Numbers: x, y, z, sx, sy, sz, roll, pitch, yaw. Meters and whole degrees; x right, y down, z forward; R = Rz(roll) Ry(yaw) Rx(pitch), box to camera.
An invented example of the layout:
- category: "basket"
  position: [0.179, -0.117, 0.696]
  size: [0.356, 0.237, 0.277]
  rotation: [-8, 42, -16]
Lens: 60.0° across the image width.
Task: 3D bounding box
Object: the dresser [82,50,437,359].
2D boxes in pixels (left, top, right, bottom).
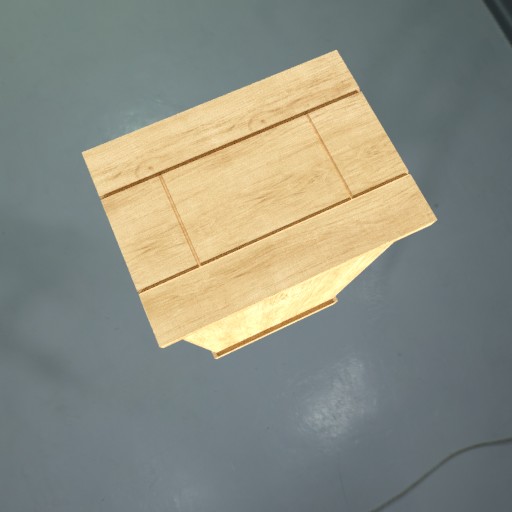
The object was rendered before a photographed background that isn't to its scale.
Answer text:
- category: "dresser"
  position: [0.000, 0.000, 1.309]
  size: [0.531, 1.041, 0.390]
  rotation: [-24, 77, -6]
